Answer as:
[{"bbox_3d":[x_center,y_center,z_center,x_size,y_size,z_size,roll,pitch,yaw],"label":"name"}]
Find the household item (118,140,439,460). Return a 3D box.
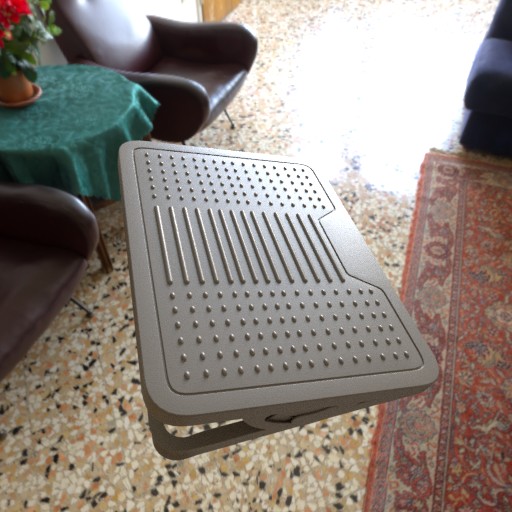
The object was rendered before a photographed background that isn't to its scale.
[{"bbox_3d":[0.000,0.000,0.527,0.301,0.126,0.390,-11,49,-10],"label":"household item"}]
